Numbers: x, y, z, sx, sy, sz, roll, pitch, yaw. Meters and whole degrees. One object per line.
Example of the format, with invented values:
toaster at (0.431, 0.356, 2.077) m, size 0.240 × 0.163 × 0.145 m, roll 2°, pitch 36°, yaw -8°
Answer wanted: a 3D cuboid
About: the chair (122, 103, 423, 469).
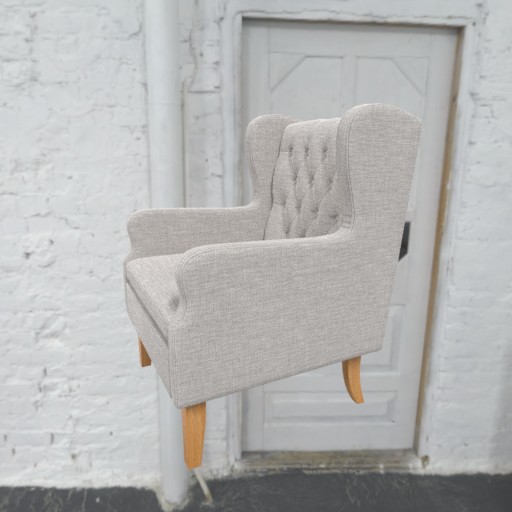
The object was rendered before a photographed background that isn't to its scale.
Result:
chair at (0.000, 0.000, 1.465) m, size 0.760 × 0.930 × 0.710 m, roll -7°, pitch 16°, yaw -25°
